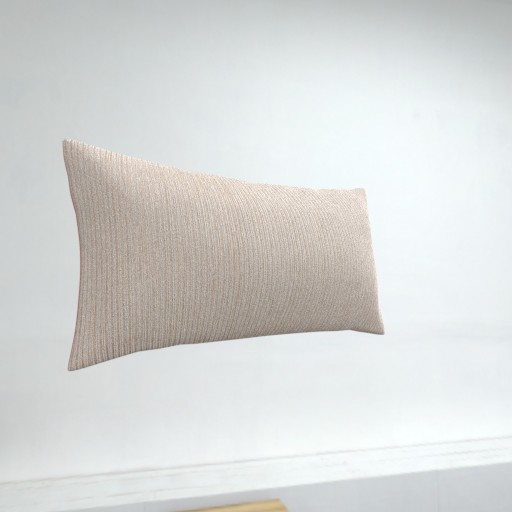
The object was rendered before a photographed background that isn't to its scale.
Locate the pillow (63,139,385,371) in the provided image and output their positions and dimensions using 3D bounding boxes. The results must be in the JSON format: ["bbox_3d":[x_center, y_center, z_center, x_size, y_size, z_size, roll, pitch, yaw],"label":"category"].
[{"bbox_3d":[0.000,0.000,0.751,0.608,0.307,0.155,2,-3,-35],"label":"pillow"}]
